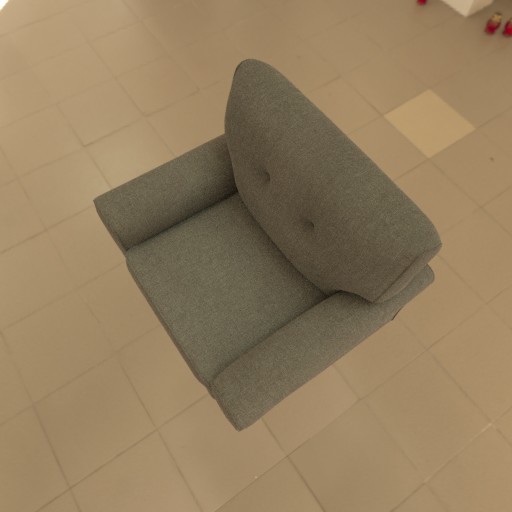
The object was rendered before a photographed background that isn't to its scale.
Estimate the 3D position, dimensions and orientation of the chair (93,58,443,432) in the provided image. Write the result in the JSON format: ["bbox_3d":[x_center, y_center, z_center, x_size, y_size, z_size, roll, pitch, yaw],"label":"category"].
[{"bbox_3d":[0.000,0.000,1.606,0.816,0.890,0.941,-32,68,-15],"label":"chair"}]
